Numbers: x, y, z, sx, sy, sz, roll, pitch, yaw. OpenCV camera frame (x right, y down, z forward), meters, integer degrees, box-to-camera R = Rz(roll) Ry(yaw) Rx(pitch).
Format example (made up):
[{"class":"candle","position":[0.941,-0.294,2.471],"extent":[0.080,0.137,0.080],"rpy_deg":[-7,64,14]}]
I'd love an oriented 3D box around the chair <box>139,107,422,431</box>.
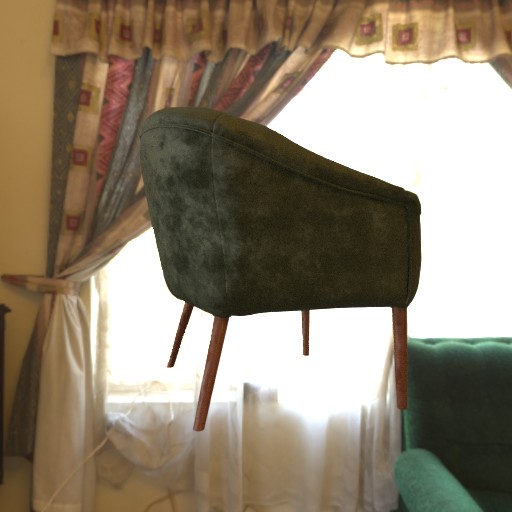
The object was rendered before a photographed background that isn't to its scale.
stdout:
[{"class":"chair","position":[0.000,0.000,1.519],"extent":[0.776,0.885,0.851],"rpy_deg":[0,1,-17]}]
